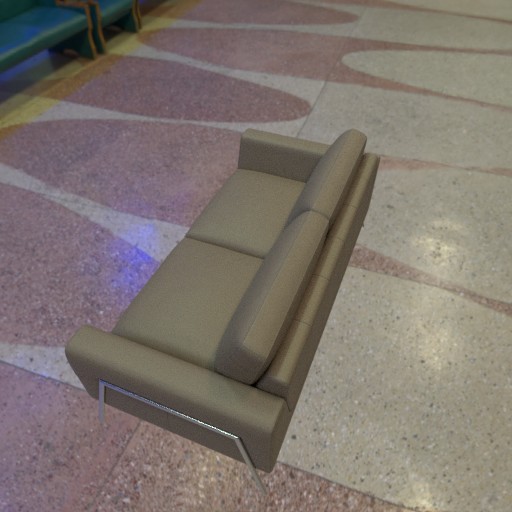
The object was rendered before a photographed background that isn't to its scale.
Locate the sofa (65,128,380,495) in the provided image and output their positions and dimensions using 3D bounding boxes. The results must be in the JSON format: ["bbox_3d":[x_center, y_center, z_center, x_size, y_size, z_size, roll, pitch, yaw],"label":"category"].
[{"bbox_3d":[0.000,0.000,2.498,0.953,0.875,2.017,16,47,16],"label":"sofa"}]
